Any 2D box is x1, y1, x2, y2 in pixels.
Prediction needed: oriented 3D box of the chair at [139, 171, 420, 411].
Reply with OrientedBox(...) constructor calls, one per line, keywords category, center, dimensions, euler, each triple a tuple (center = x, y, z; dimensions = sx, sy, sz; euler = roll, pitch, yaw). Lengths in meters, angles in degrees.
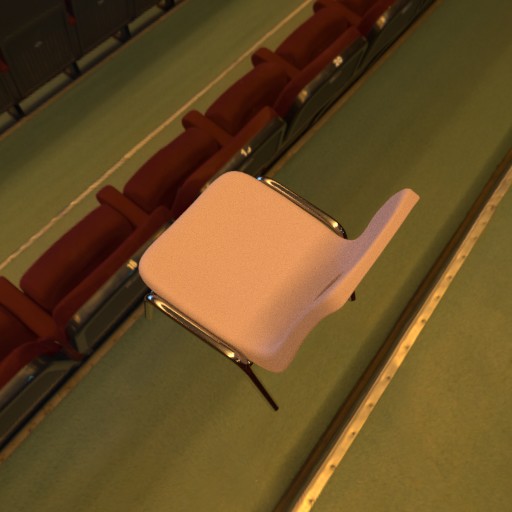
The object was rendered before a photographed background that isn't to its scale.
OrientedBox(category="chair", center=(0.000, 0.000, 0.801), dimensions=(0.385, 0.537, 0.354), euler=(34, 68, 16))
